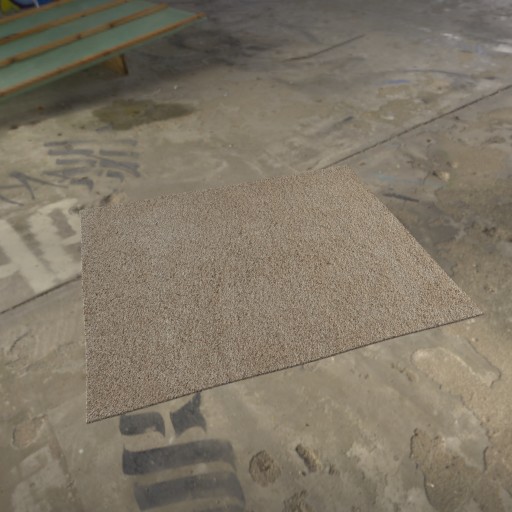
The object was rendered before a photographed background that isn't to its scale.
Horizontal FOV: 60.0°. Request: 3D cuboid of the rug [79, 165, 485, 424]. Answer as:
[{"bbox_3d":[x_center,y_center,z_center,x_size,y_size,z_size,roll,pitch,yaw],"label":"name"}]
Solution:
[{"bbox_3d":[0.000,0.000,3.989,3.000,0.025,2.400,-12,43,-13],"label":"rug"}]
